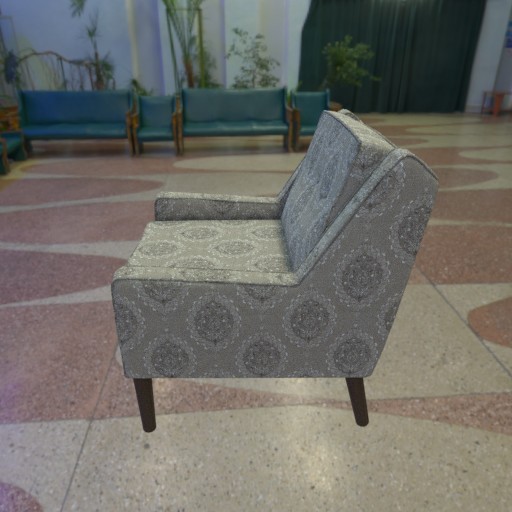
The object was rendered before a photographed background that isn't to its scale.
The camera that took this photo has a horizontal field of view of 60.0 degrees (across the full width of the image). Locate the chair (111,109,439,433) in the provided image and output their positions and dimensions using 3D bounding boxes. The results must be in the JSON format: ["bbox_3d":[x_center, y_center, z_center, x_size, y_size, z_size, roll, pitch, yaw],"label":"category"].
[{"bbox_3d":[0.000,0.000,1.345,0.750,0.797,0.665,-1,26,-2],"label":"chair"}]
